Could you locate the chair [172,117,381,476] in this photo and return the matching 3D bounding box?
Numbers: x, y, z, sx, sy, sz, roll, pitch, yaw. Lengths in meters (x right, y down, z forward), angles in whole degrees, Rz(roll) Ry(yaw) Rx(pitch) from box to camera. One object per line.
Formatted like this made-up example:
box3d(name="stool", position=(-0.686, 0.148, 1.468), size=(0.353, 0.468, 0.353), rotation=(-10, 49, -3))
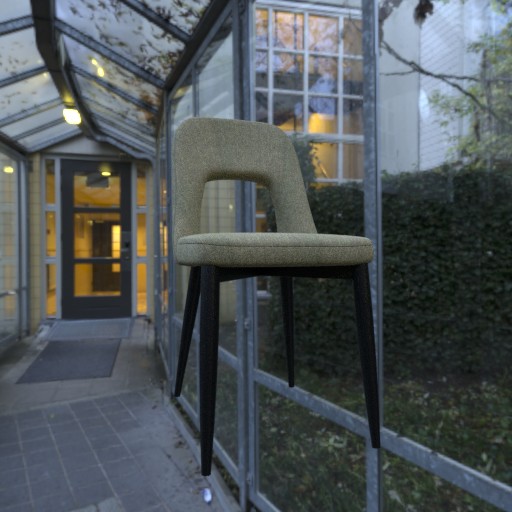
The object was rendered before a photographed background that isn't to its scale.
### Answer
box3d(name="chair", position=(0.000, 0.000, 1.275), size=(0.470, 0.931, 0.612), rotation=(0, 1, -18))
